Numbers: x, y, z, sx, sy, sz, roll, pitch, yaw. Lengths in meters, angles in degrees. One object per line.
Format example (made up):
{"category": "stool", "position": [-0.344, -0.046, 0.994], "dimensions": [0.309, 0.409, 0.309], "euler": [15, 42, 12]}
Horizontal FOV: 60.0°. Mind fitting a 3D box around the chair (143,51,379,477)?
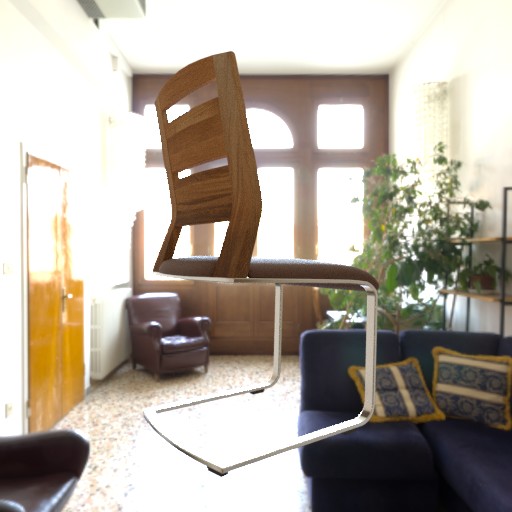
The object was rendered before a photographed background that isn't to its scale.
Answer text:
{"category": "chair", "position": [0.000, 0.000, 1.298], "dimensions": [0.570, 0.970, 0.460], "euler": [0, 0, -36]}
